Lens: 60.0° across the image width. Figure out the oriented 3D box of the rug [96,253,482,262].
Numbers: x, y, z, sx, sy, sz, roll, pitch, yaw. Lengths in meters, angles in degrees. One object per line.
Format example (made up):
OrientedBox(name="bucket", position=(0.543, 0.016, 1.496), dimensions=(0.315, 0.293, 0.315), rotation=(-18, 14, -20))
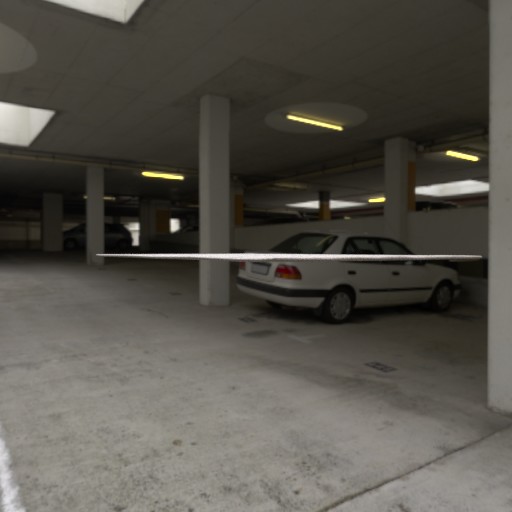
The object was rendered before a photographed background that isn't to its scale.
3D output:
OrientedBox(name="rug", position=(0.000, 0.000, 3.176), dimensions=(1.575, 0.023, 2.459), rotation=(0, 1, -35))
